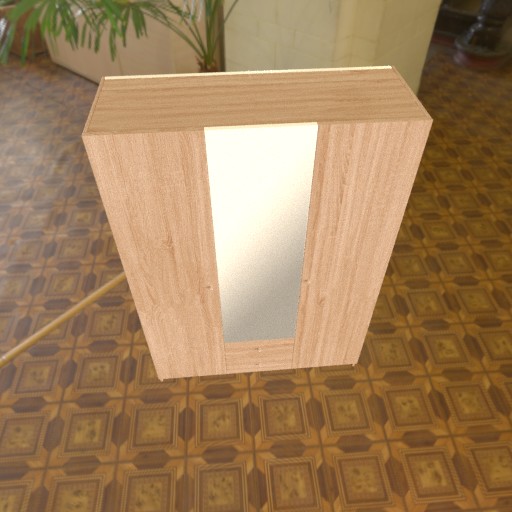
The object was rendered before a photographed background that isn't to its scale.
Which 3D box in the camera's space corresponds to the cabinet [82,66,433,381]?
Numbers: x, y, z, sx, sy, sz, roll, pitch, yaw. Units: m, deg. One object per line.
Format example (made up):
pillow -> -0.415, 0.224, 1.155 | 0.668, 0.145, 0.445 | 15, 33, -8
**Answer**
cabinet -> 0.000, 0.000, 2.830 | 1.500, 2.120, 0.590 | -4, 46, -4
